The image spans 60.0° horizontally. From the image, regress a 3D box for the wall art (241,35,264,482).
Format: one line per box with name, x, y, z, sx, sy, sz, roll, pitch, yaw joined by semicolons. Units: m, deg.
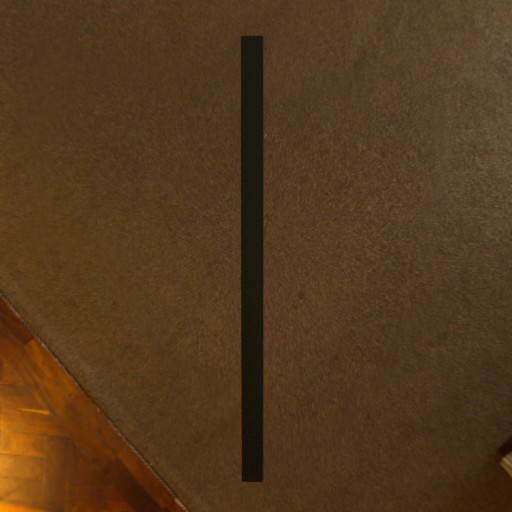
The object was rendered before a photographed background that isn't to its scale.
wall art;0.000;0.000;1.127;0.038;0.761;0.755;0;91;1
